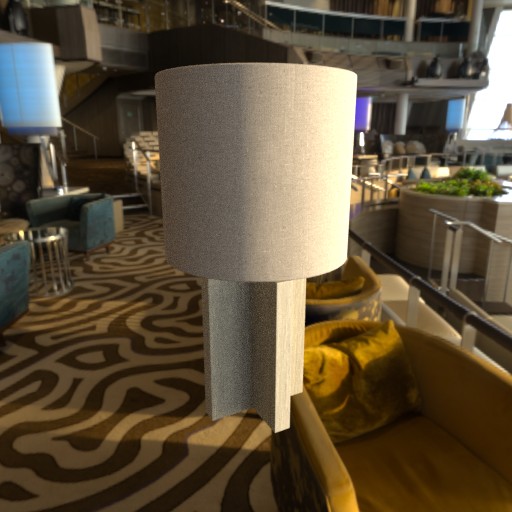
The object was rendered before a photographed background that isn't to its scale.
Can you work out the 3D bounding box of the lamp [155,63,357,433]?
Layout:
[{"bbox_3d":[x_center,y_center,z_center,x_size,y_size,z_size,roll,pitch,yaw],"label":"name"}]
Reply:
[{"bbox_3d":[0.000,0.000,0.569,0.229,0.428,0.229,-8,18,-27],"label":"lamp"}]
